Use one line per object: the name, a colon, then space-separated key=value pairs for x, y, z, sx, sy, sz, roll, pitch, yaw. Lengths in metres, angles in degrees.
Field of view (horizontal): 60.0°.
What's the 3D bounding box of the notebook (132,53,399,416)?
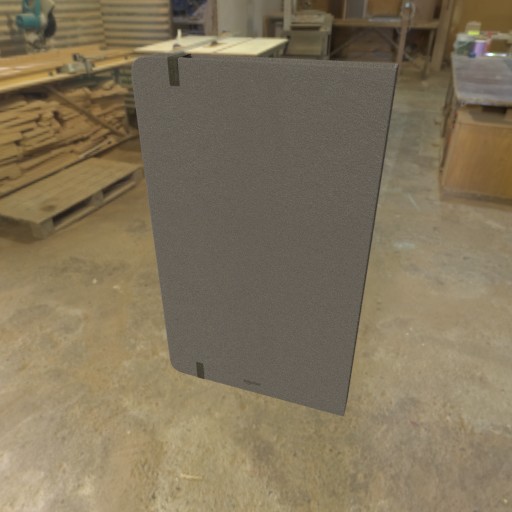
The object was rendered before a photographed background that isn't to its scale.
notebook: x=0.000 y=0.000 z=0.260 sx=0.127 sy=0.213 sz=0.016 roll=10 pitch=32 yaw=16
